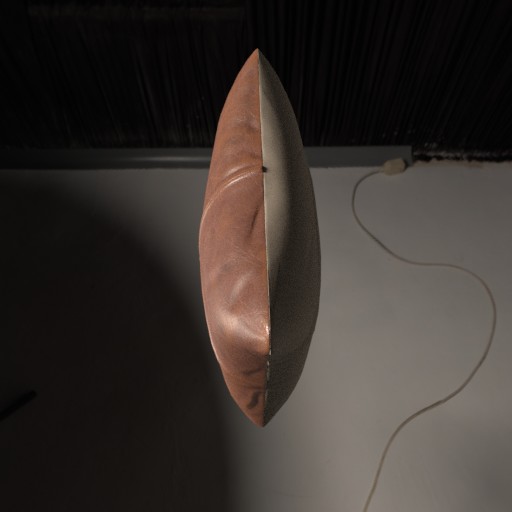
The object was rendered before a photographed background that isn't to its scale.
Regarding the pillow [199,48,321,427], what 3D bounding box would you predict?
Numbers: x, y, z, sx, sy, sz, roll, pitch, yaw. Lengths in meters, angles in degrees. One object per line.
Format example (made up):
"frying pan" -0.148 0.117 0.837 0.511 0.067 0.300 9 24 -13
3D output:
"pillow" 0.000 0.000 0.744 0.192 0.470 0.484 -1 59 -1
